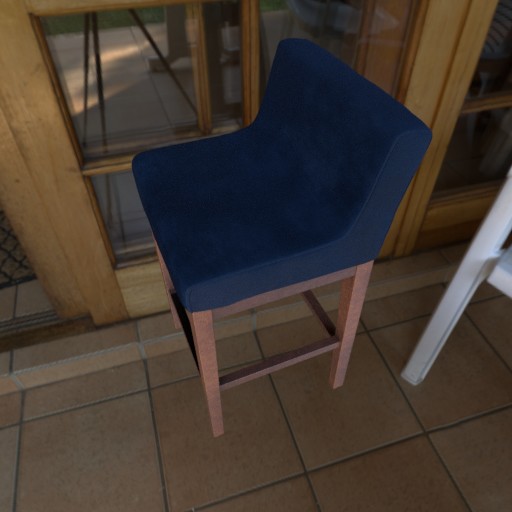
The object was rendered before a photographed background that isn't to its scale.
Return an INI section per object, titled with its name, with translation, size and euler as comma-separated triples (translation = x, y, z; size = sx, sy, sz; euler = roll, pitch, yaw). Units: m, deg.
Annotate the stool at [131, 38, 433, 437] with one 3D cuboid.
[stool]
translation = 0.000, 0.000, 1.216
size = 0.516, 0.945, 0.511
euler = -17, 47, -16
